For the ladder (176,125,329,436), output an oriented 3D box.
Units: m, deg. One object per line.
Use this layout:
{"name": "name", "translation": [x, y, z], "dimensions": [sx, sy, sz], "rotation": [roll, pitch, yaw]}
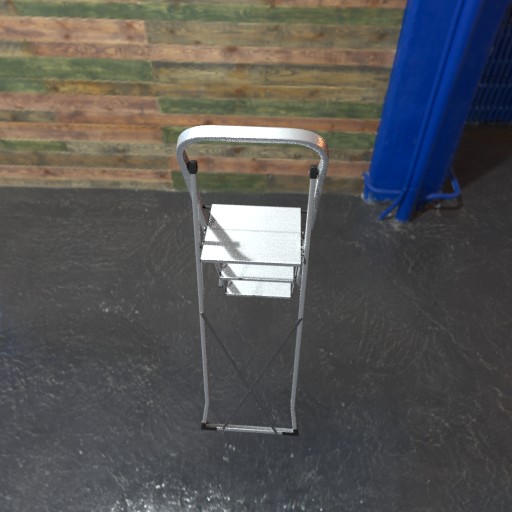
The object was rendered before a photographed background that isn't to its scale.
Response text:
{"name": "ladder", "translation": [0.000, 0.000, 1.689], "dimensions": [0.465, 1.290, 0.830], "rotation": [3, 46, 3]}
